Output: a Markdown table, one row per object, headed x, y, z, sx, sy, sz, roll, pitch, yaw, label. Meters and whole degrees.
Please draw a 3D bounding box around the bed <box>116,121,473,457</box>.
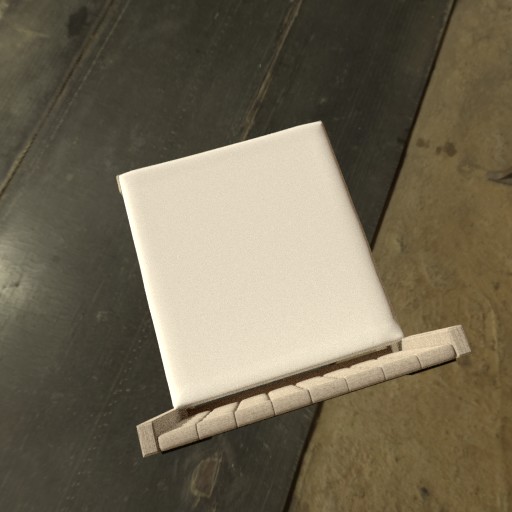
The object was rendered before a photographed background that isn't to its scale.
| x | y | z | sx | sy | sz | roll | pitch | yaw | label |
| --- | --- | --- | --- | --- | --- | --- | --- | --- | --- |
| 0.000 | 0.000 | 3.709 | 2.044 | 1.748 | 2.372 | -16 | 76 | -4 | bed |
